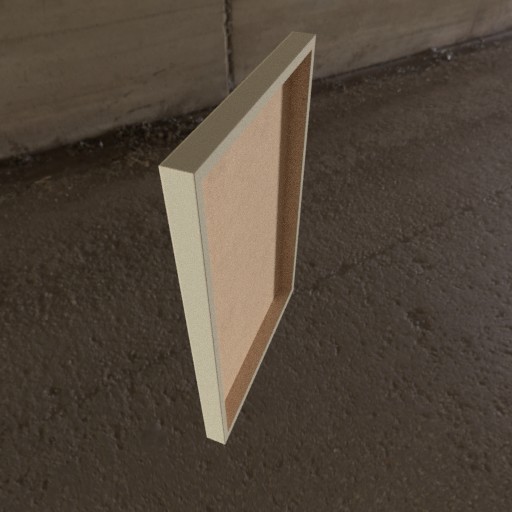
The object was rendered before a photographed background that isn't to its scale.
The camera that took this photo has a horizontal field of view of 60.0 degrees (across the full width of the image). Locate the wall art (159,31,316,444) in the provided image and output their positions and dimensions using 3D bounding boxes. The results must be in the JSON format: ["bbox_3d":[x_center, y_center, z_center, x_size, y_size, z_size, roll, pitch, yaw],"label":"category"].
[{"bbox_3d":[0.000,0.000,0.775,0.038,0.608,0.418,15,46,15],"label":"wall art"}]
